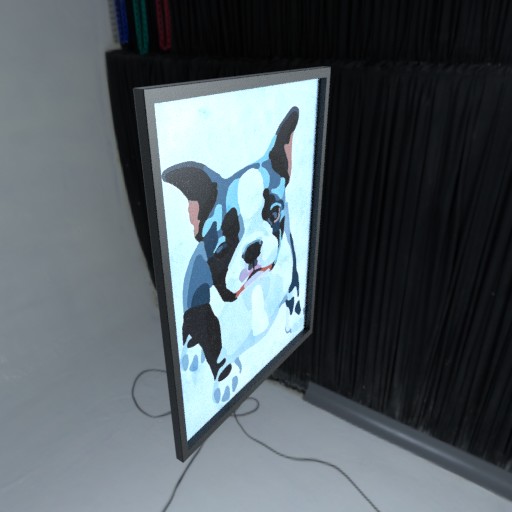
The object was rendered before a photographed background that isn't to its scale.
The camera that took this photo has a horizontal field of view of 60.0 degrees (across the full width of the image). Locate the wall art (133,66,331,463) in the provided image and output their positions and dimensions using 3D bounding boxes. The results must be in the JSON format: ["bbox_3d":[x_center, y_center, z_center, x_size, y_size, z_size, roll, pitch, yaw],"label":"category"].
[{"bbox_3d":[0.000,0.000,1.354,0.030,1.027,0.774,18,32,31],"label":"wall art"}]
